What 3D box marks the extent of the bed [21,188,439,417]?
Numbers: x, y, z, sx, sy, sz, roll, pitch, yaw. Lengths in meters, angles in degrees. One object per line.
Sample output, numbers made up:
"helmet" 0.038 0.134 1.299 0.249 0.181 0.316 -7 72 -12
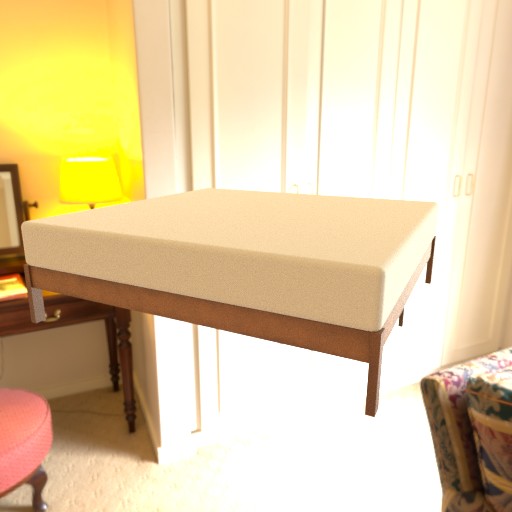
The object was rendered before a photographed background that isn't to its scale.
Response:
"bed" 0.000 0.000 2.960 2.049 0.616 1.930 8 17 26
